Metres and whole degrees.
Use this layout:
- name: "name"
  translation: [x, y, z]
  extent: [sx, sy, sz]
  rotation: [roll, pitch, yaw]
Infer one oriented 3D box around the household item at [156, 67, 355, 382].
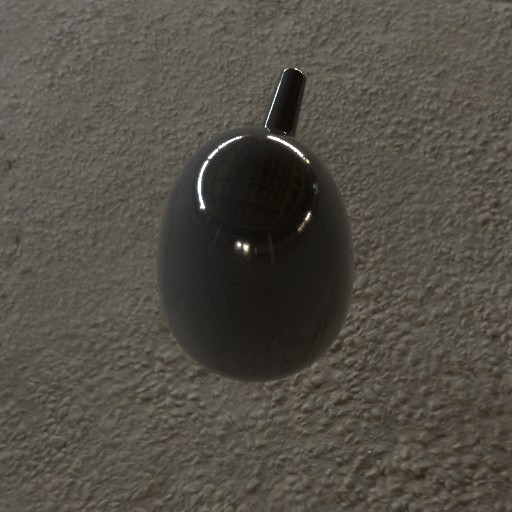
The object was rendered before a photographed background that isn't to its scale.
- name: "household item"
  translation: [0.000, 0.000, 0.209]
  extent: [0.102, 0.152, 0.104]
  rotation: [16, 66, 7]
